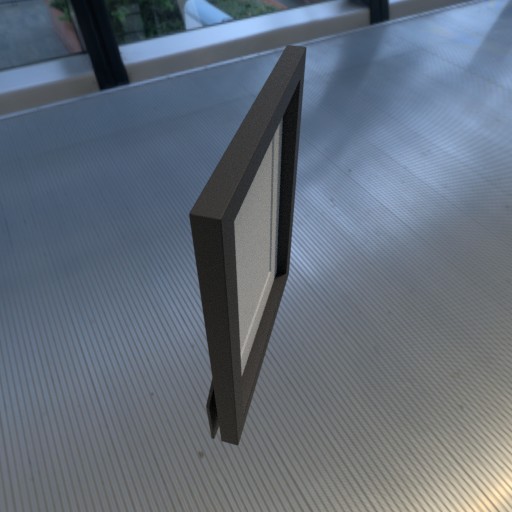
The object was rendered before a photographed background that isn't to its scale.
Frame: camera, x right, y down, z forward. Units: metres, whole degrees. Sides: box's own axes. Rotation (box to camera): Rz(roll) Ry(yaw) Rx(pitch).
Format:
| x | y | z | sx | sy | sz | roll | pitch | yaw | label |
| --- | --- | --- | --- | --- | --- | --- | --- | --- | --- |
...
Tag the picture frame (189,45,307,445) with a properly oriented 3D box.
| x | y | z | sx | sy | sz | roll | pitch | yaw | label |
| --- | --- | --- | --- | --- | --- | --- | --- | --- | --- |
| 0.000 | 0.000 | 0.537 | 0.036 | 0.383 | 0.307 | 11 | 47 | 11 | picture frame |
